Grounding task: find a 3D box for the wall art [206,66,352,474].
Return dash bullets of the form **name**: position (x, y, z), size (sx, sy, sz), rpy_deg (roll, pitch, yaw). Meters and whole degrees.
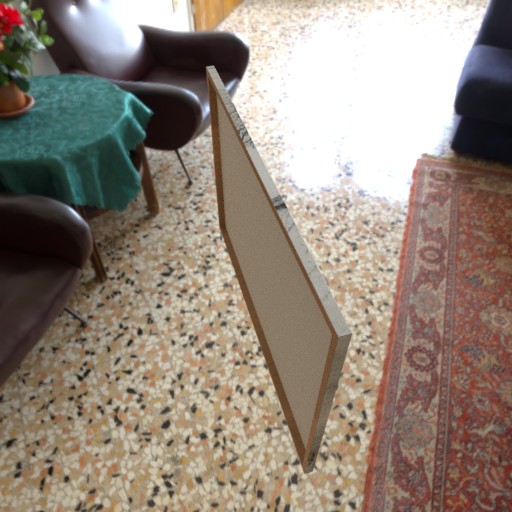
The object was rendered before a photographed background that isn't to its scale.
- **wall art**: position (0.000, 0.000, 1.155), size (0.023, 0.607, 0.914), rpy_deg (-12, 48, -11)
